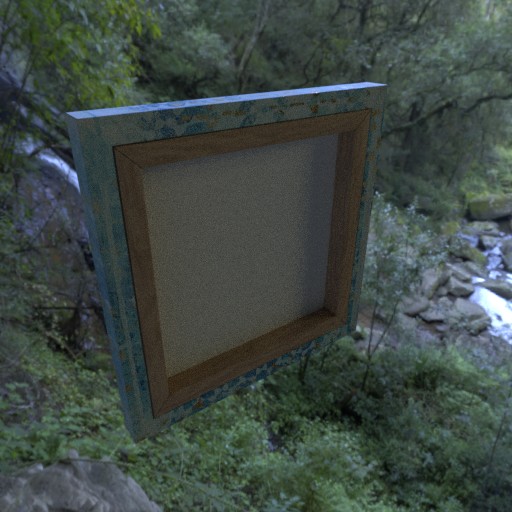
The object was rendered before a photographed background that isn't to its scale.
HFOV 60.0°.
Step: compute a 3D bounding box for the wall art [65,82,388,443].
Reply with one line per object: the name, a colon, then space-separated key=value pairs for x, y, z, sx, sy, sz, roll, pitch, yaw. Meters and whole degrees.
wall art: x=0.000 y=0.000 z=0.591 sx=0.405 sy=0.405 sz=0.037 roll=-18 pitch=33 yaw=-31
